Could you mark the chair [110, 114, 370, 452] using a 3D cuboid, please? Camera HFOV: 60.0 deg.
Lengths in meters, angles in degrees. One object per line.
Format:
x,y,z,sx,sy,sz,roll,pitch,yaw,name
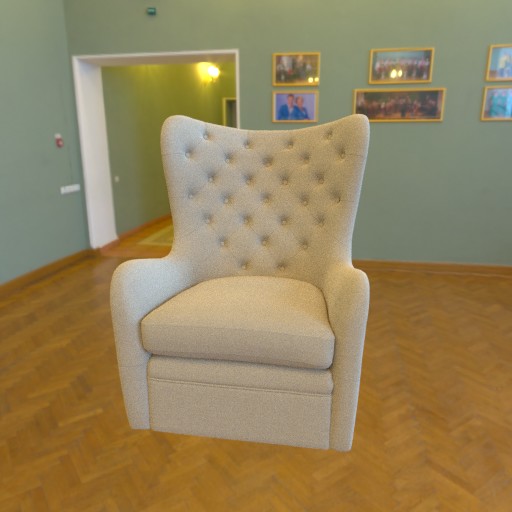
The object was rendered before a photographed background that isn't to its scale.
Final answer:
0.000,0.000,1.738,0.831,1.079,0.929,2,15,9,chair
